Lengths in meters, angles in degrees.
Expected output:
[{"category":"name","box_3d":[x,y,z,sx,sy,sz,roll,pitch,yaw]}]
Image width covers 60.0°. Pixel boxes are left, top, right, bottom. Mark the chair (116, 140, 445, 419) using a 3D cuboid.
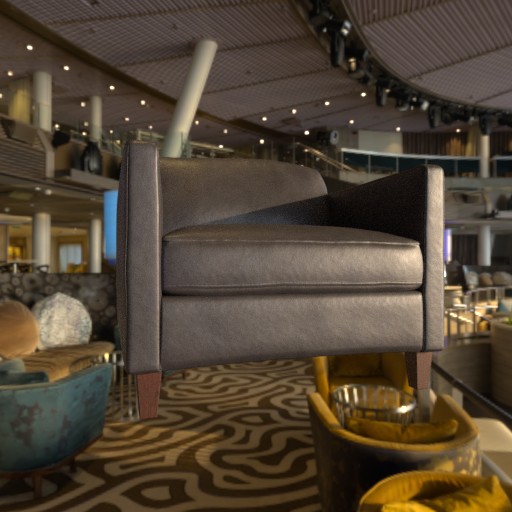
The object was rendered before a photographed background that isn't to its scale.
[{"category":"chair","box_3d":[0.000,0.000,1.570,0.939,0.811,0.862,0,-1,-18]}]
